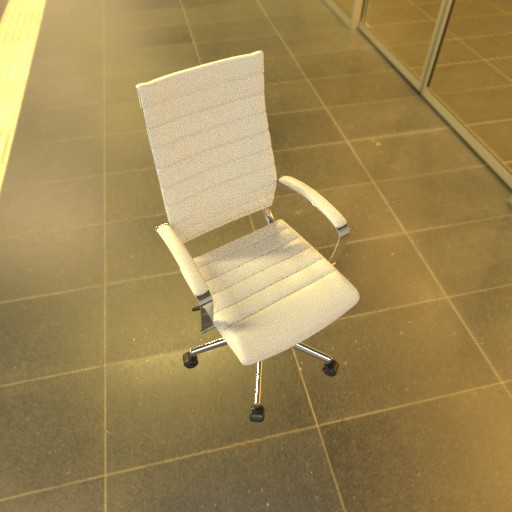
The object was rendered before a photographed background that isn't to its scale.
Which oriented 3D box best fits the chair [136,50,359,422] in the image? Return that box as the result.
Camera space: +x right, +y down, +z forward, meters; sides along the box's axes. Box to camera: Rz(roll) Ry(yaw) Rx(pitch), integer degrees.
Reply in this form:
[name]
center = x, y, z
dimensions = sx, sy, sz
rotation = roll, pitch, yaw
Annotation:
[chair]
center = 0.000, 0.000, 1.597
dimensions = 0.679, 1.149, 0.679
rotation = -25, 53, -21
